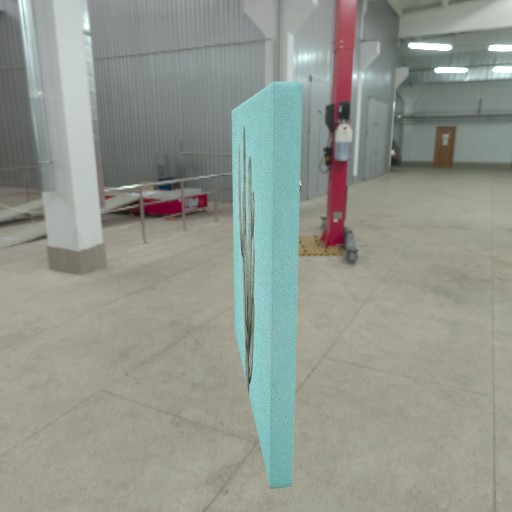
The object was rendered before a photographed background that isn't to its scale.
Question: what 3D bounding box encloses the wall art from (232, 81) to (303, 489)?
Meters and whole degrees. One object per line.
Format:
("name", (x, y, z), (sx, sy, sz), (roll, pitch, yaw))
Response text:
("wall art", (0.000, 0.000, 1.158), (0.054, 0.766, 0.765), (-2, 15, -8))
